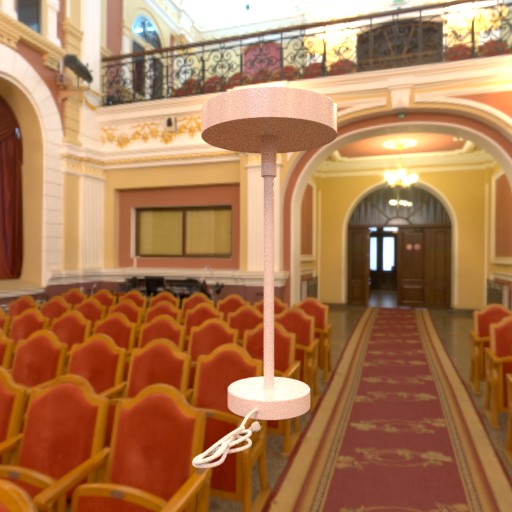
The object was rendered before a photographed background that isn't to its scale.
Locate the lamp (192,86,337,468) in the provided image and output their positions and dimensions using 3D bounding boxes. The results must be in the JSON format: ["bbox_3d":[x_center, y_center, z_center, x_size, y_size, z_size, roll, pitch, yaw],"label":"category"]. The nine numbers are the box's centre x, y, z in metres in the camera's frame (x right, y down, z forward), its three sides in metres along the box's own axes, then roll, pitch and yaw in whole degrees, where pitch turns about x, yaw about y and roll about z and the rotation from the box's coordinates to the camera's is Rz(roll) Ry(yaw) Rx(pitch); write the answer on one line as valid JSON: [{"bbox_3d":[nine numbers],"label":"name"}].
[{"bbox_3d":[0.000,0.000,0.688,0.229,0.508,0.369,0,0,18],"label":"lamp"}]
